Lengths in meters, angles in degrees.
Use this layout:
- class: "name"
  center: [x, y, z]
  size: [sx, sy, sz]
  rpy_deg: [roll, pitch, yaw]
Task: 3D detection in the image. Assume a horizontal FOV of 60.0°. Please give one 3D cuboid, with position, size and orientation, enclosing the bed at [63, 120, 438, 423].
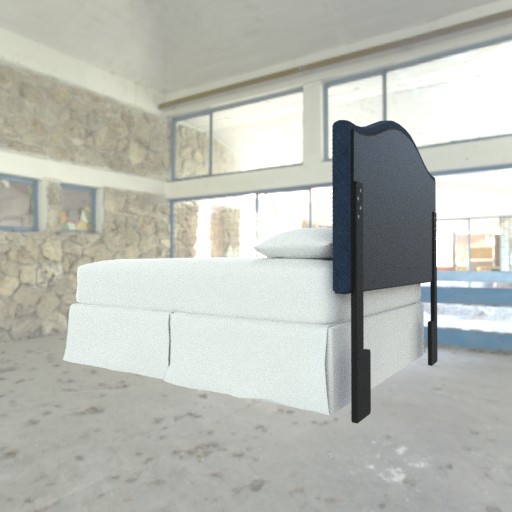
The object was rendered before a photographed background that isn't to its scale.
- class: "bed"
  center: [0.000, 0.000, 3.205]
  size: [2.153, 1.518, 1.725]
  rpy_deg: [-1, -1, 35]
